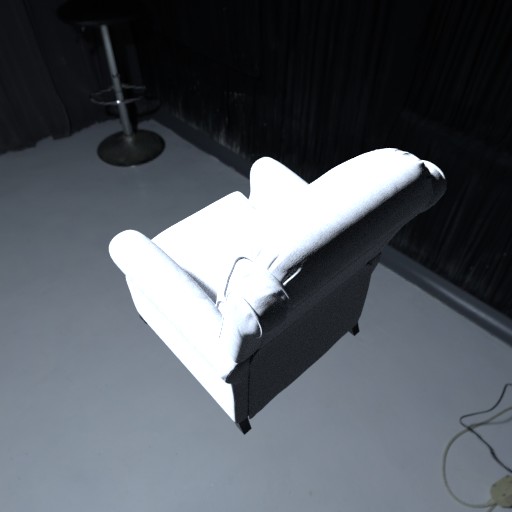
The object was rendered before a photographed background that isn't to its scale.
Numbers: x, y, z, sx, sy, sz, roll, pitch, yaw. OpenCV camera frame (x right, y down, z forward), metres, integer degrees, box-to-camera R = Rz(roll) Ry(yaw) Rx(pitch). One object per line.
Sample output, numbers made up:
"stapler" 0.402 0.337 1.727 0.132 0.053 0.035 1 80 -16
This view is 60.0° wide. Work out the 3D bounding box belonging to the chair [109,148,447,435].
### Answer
"chair" 0.000 0.000 1.718 0.859 1.046 0.919 -34 55 -27
